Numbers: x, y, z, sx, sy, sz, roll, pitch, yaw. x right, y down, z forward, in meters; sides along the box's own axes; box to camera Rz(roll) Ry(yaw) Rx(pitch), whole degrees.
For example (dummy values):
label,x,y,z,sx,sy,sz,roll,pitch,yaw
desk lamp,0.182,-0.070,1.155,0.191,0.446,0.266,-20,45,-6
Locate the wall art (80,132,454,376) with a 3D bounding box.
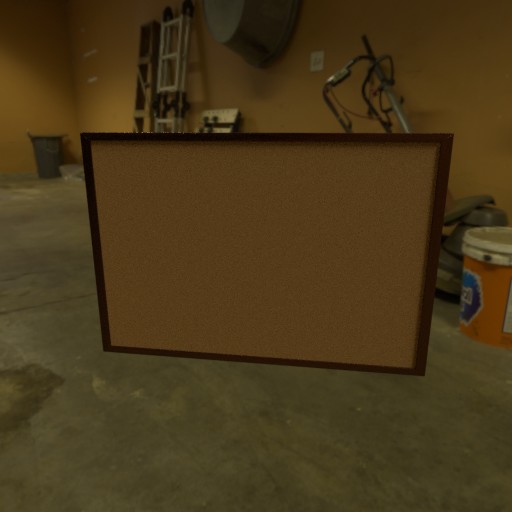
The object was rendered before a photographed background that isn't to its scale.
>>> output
label,x,y,z,sx,sy,sz,roll,pitch,yaw
wall art,0.000,0.000,1.044,0.816,0.559,0.014,2,16,8
